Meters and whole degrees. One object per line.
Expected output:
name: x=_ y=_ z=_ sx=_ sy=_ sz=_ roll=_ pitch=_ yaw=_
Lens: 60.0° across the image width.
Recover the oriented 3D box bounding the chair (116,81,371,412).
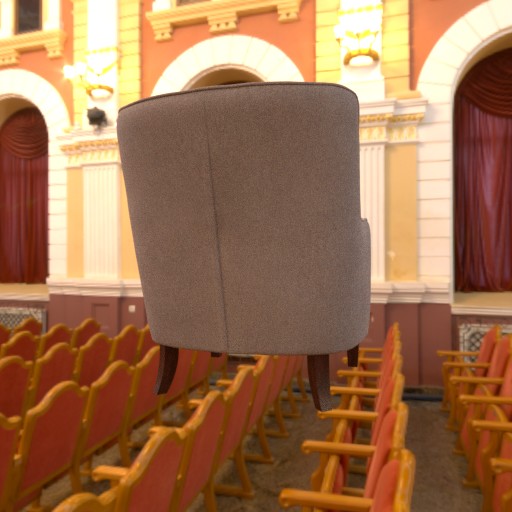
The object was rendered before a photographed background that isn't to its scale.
chair: x=0.000 y=0.000 z=1.598 sx=0.781 sy=0.919 sz=0.910 roll=0 pitch=-1 yaw=17
